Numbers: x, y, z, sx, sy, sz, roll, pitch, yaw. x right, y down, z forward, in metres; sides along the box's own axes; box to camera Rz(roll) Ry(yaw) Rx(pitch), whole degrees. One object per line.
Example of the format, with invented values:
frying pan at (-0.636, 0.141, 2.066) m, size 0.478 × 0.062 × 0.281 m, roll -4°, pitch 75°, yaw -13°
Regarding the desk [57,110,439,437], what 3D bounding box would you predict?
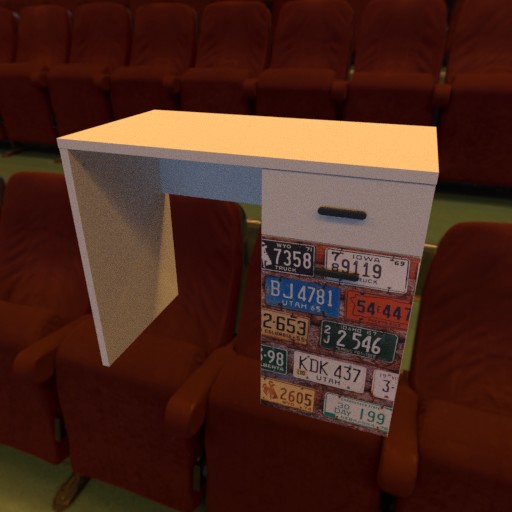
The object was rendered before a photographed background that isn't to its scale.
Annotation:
desk at (0.000, 0.000, 1.334) m, size 0.898 × 0.730 × 0.482 m, roll 9°, pitch 28°, yaw 17°
